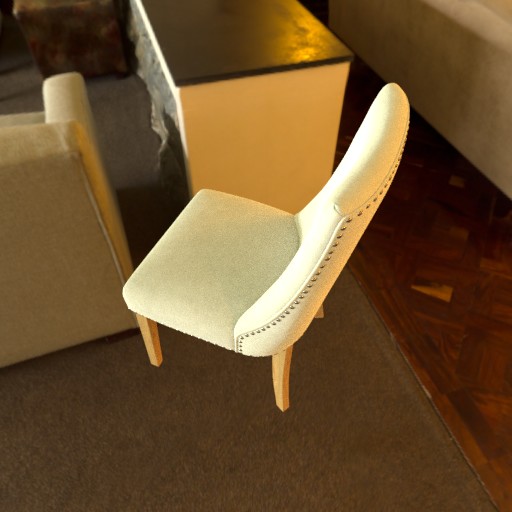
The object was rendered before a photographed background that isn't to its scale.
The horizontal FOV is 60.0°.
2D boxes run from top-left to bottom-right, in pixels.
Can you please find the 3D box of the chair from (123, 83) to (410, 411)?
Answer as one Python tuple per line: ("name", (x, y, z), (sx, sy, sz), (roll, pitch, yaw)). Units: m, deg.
("chair", (0.000, 0.000, 1.243), (0.610, 0.902, 0.495), (17, 50, 15))
